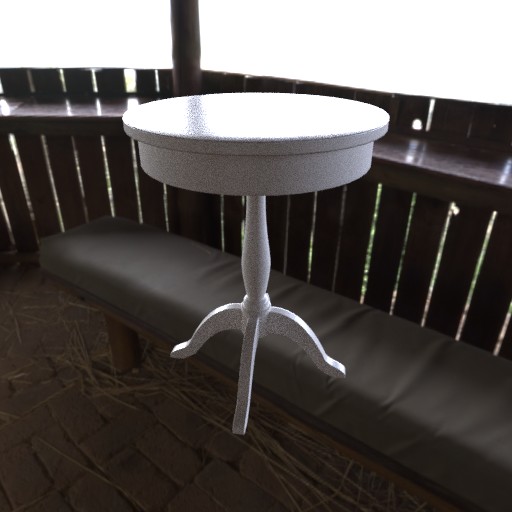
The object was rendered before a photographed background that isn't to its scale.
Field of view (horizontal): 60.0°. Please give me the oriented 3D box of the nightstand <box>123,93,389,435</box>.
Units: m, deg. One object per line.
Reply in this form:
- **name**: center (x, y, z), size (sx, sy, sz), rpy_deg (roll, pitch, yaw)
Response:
- **nightstand**: center (0.000, 0.000, 1.033), size (0.513, 0.653, 0.513), rpy_deg (9, 29, 17)
